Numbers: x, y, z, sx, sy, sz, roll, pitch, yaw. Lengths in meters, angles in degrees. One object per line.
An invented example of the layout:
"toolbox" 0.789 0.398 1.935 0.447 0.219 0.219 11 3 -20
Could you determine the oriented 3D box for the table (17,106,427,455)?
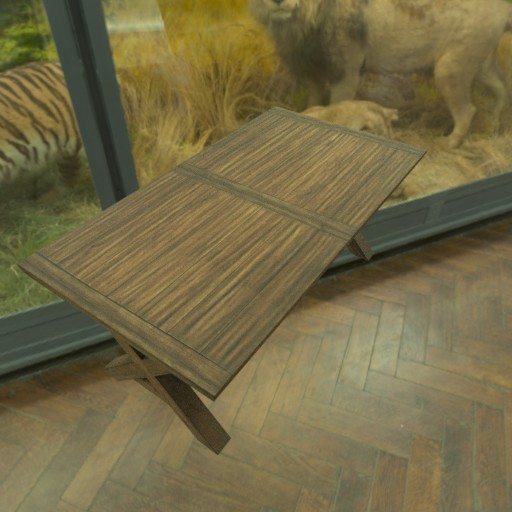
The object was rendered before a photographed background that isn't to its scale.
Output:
"table" 0.000 0.000 2.494 1.071 0.793 1.966 25 47 26
